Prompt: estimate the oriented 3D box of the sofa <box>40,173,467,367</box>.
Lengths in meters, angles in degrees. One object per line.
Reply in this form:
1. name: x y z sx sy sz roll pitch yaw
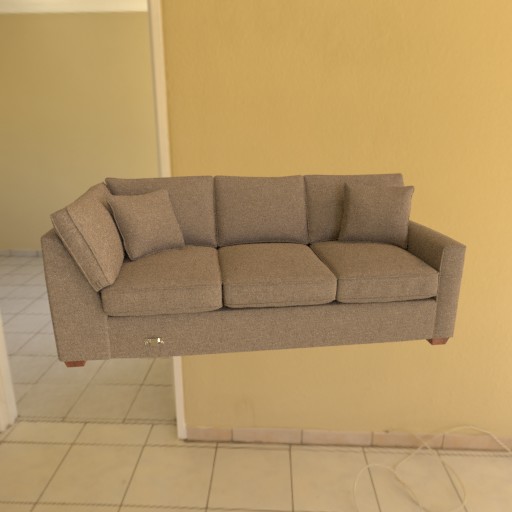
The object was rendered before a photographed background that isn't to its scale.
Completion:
1. sofa: 0.000 0.000 2.872 2.317 0.962 1.061 -2 17 -7
